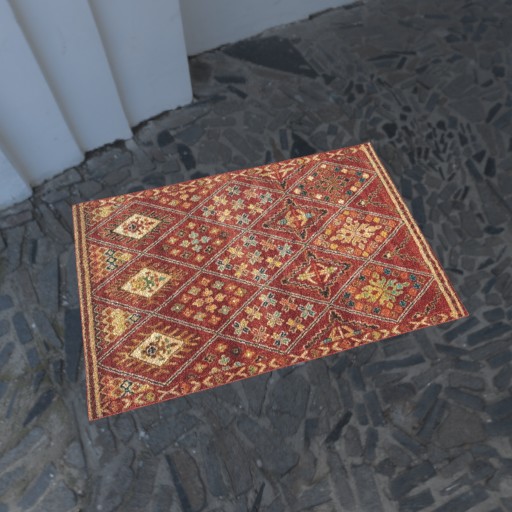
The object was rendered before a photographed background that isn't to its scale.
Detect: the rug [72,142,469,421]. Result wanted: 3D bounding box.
[{"bbox_3d":[0.000,0.000,2.920,2.286,0.026,1.521,-14,60,-8],"label":"rug"}]
